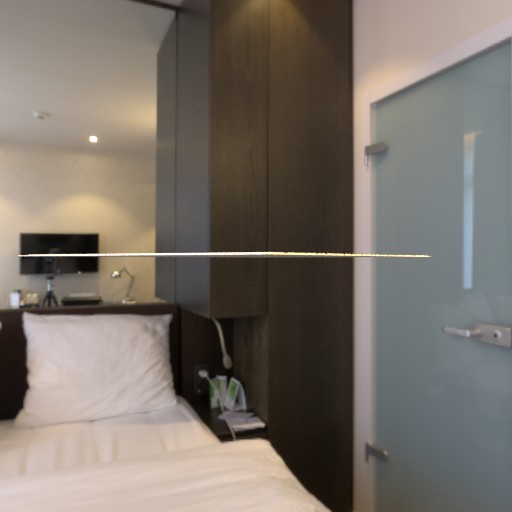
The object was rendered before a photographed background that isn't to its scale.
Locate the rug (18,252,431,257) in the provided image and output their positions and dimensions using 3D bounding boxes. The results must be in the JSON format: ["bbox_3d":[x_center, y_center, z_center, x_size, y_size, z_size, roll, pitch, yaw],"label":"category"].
[{"bbox_3d":[0.000,0.000,2.016,1.146,0.006,1.556,0,0,35],"label":"rug"}]
